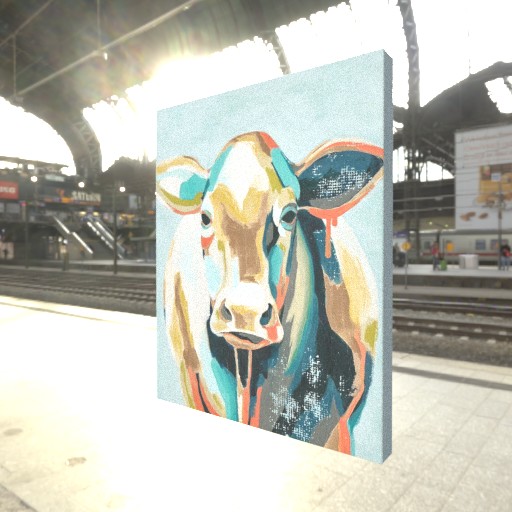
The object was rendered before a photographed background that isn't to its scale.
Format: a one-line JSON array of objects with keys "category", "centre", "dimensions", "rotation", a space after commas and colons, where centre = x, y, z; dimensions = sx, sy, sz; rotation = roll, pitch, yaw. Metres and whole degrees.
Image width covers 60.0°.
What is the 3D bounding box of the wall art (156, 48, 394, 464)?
[{"category": "wall art", "centre": [0.000, 0.000, 0.676], "dimensions": [0.409, 0.509, 0.037], "rotation": [1, 1, 36]}]
